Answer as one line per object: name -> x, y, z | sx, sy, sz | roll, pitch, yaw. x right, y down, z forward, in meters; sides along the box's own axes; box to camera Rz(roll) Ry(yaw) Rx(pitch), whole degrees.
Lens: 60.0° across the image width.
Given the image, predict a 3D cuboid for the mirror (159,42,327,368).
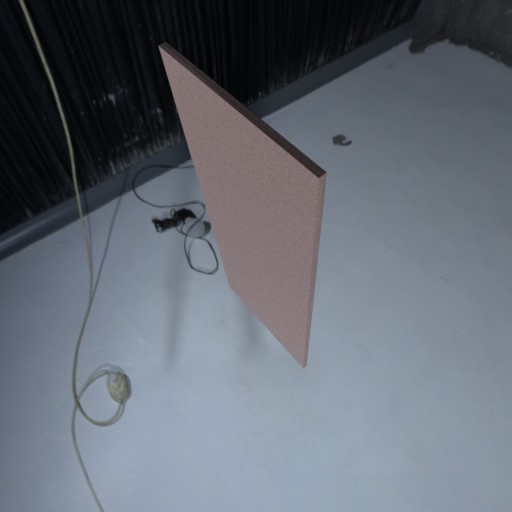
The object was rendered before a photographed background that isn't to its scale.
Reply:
mirror -> 0.000, 0.000, 2.289 | 0.221, 2.020, 0.812 | -35, 64, -20
